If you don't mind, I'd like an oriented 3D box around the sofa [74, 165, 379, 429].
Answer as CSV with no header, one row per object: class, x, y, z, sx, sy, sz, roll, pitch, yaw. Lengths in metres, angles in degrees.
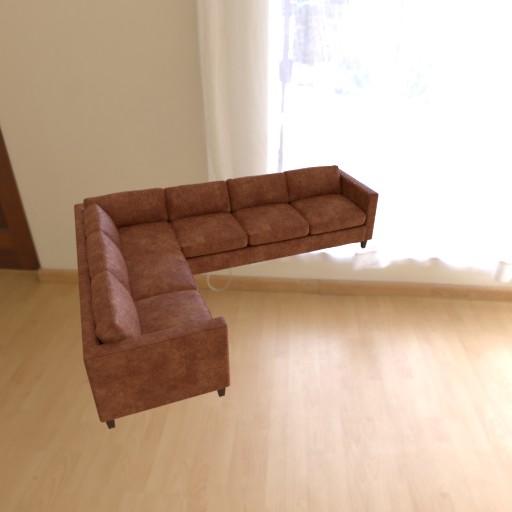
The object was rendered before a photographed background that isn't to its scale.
sofa,0.000,0.000,4.270,3.150,0.838,2.438,-11,33,-18
